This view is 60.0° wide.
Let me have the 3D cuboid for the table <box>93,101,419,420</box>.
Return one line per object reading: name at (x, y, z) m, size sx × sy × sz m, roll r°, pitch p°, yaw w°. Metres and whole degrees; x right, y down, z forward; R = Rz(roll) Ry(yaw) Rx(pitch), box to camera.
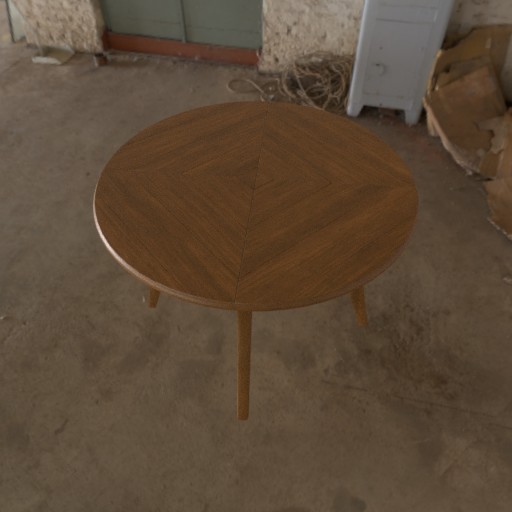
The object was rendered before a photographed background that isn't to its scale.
table at (0.000, 0.000, 1.744) m, size 1.055 × 0.757 × 1.055 m, roll 0°, pitch 47°, yaw 0°
